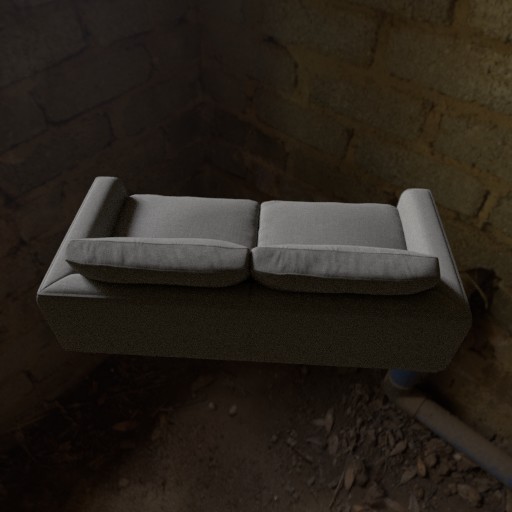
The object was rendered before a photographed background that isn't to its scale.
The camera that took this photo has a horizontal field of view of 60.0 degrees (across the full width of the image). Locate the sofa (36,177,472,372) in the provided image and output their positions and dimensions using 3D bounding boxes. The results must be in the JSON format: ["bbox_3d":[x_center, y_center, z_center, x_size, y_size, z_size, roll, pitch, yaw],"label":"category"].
[{"bbox_3d":[0.000,0.000,2.706,2.262,0.801,1.070,3,47,2],"label":"sofa"}]
